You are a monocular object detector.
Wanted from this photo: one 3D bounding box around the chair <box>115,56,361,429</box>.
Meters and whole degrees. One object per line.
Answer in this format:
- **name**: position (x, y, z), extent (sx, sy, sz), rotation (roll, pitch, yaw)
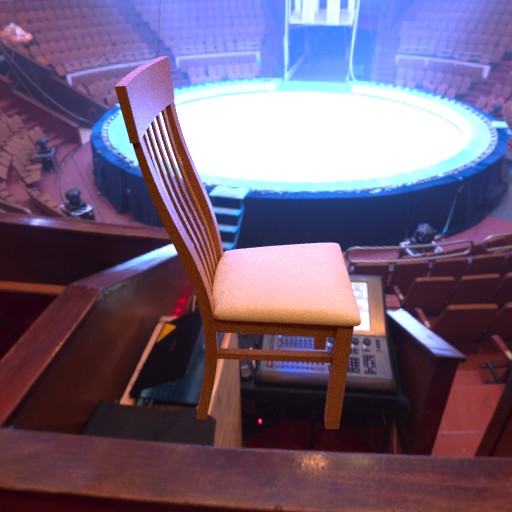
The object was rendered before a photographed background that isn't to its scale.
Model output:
- **chair**: position (0.000, 0.000, 1.335), extent (0.580, 1.050, 0.450), rotation (0, 31, 1)
